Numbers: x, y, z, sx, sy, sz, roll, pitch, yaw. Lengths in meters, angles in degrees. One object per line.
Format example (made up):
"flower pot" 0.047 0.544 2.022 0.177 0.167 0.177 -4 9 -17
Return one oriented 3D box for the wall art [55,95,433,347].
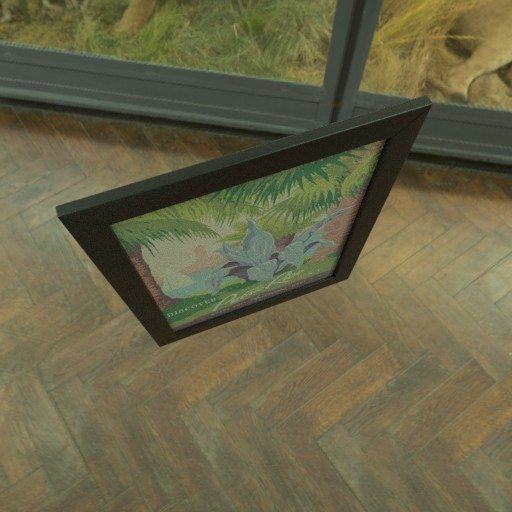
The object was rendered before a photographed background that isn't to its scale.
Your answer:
"wall art" 0.000 0.000 0.798 0.481 0.582 0.018 -19 66 -9
